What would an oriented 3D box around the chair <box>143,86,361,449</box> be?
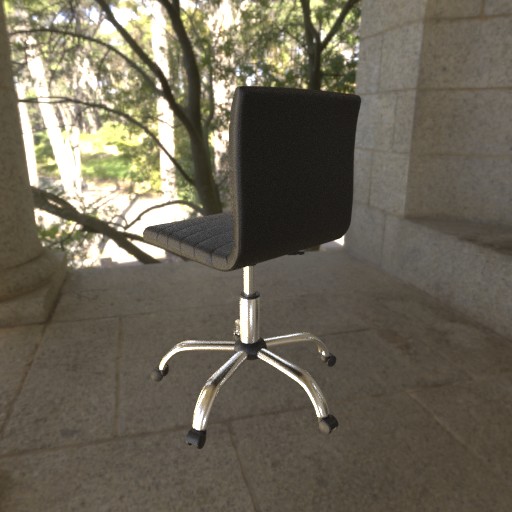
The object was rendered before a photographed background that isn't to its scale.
[{"bbox_3d":[0.000,0.000,1.127,0.556,0.780,0.530,-16,23,-42],"label":"chair"}]
